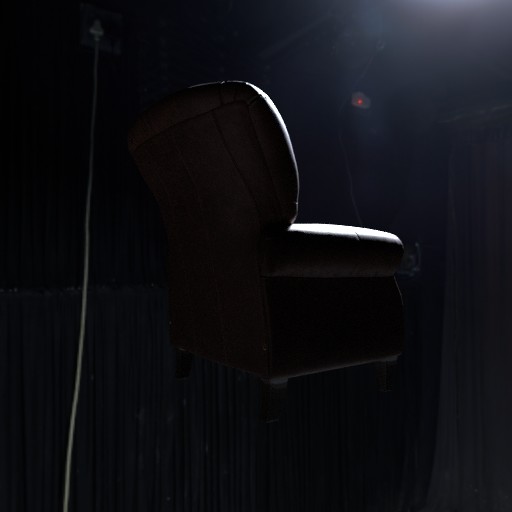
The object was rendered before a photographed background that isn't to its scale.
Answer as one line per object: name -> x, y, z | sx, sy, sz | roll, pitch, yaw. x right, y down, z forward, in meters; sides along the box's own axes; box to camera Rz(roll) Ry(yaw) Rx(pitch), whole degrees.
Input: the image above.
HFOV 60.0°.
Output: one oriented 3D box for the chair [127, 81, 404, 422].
chair -> 0.000, 0.000, 1.959 | 1.031, 1.162, 0.979 | 1, -1, -35
